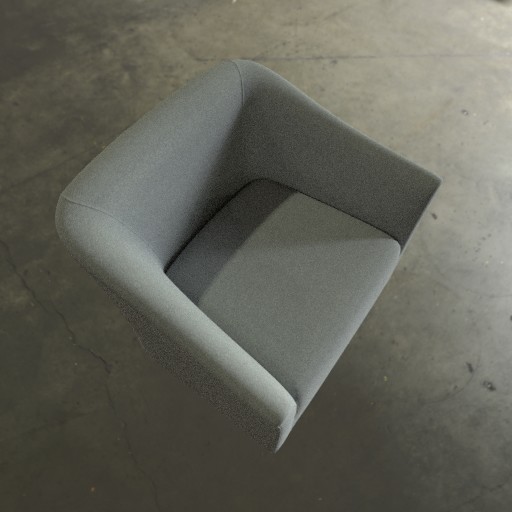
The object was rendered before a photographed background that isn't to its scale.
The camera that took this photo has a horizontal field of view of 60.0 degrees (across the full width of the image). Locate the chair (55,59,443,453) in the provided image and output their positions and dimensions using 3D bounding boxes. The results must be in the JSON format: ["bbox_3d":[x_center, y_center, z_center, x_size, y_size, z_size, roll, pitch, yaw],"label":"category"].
[{"bbox_3d":[0.000,0.000,1.310,0.700,0.720,0.790,32,64,18],"label":"chair"}]
